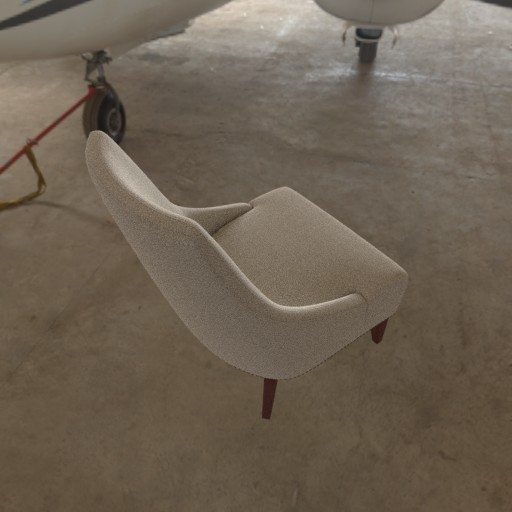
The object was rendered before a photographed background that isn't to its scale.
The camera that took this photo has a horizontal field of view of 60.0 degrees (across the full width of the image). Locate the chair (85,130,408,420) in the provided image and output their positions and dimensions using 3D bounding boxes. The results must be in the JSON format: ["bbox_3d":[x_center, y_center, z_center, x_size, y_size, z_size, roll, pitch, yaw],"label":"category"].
[{"bbox_3d":[0.000,0.000,1.492,0.861,0.909,0.701,-27,49,-26],"label":"chair"}]
